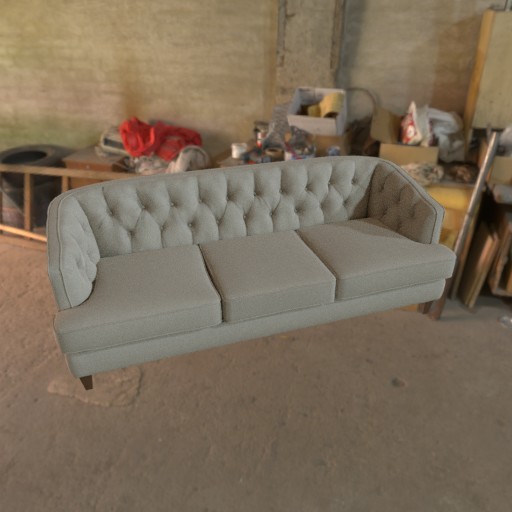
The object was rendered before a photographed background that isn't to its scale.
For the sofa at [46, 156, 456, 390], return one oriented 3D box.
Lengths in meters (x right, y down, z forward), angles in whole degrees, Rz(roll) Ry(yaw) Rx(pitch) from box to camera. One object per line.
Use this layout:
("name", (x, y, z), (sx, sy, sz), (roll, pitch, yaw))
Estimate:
("sofa", (0.000, 0.000, 2.727), (2.278, 0.855, 0.941), (-9, 32, -16))
